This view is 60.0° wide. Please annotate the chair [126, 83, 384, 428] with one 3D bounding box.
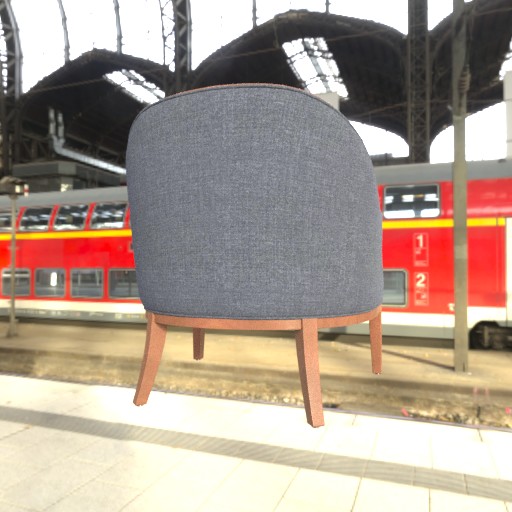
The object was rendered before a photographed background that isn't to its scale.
[{"bbox_3d":[0.000,0.000,1.483,0.803,0.876,0.735,0,-1,19],"label":"chair"}]
